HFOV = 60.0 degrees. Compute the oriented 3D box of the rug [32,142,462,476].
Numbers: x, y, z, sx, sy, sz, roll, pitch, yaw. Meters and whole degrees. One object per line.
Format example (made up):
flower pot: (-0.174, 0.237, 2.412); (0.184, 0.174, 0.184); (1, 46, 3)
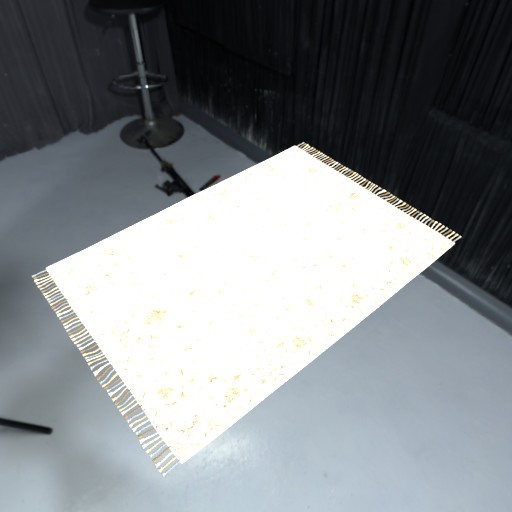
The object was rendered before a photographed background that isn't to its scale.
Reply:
rug: (0.000, 0.000, 2.255); (1.861, 0.017, 1.218); (-31, 54, -26)
